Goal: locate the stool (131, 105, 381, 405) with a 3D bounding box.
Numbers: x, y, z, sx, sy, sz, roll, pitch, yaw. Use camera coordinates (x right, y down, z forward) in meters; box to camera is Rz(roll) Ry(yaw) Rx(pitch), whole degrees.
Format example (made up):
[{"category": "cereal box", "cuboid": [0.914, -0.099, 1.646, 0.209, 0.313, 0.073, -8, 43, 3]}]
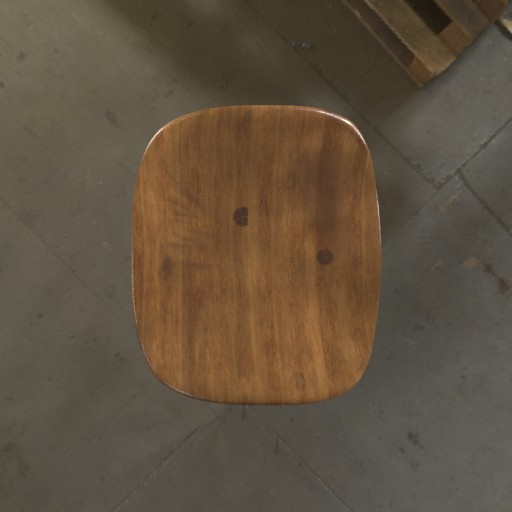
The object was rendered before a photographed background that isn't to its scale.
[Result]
[{"category": "stool", "cuboid": [0.000, 0.000, 0.979, 0.424, 0.694, 0.432, 0, 90, 0]}]
